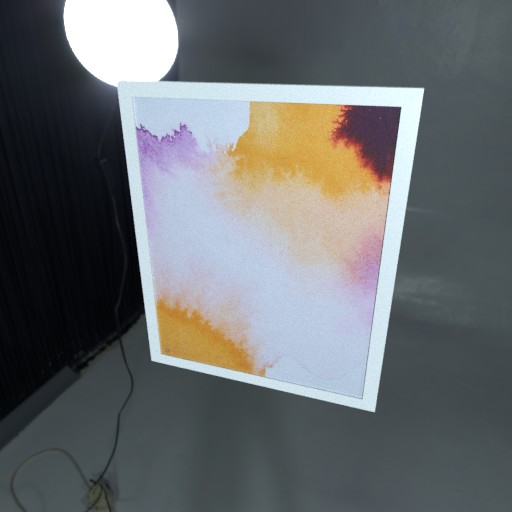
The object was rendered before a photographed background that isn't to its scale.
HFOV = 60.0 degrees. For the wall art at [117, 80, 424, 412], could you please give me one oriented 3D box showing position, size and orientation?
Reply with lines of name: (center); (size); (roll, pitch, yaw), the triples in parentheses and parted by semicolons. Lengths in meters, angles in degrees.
wall art: (0.000, 0.000, 0.629); (0.382, 0.456, 0.013); (8, 26, 17)
